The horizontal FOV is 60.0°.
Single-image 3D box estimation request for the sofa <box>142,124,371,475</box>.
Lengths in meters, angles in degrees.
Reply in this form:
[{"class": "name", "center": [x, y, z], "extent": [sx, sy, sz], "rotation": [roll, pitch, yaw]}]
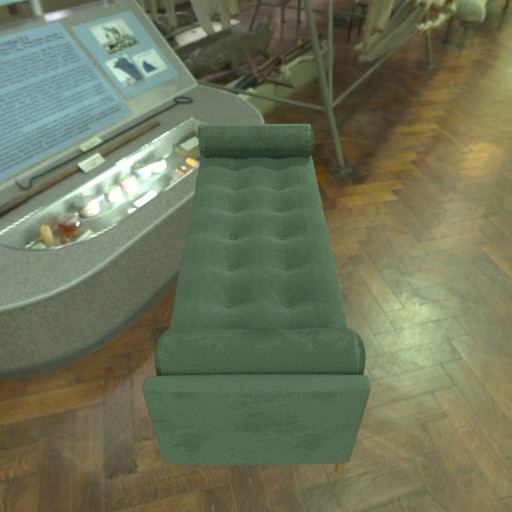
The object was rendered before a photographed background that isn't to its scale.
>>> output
[{"class": "sofa", "center": [0.000, 0.000, 2.450], "extent": [0.796, 0.705, 2.102], "rotation": [0, 41, 0]}]
